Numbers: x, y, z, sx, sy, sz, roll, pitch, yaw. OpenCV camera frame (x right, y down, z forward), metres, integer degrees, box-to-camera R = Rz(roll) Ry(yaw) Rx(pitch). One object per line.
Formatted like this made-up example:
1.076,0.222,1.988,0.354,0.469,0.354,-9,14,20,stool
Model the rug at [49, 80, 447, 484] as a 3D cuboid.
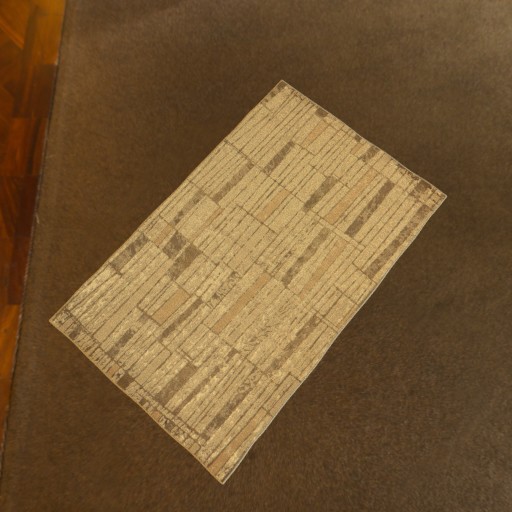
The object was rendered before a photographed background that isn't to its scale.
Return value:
0.000,0.000,3.045,1.531,0.023,2.444,39,77,10,rug
